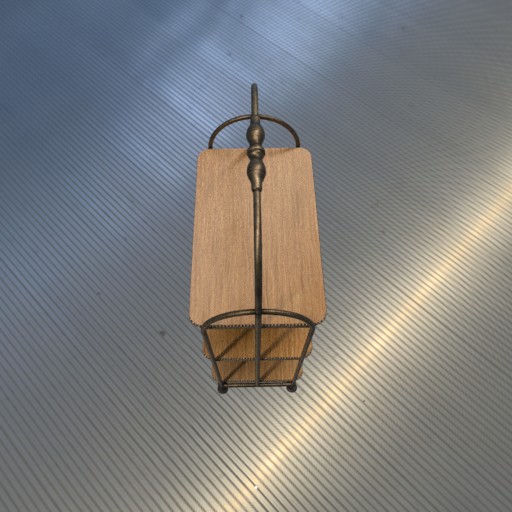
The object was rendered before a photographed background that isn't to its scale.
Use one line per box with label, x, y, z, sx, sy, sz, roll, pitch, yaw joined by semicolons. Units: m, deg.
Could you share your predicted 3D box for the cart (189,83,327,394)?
cart;0.000;0.000;1.366;0.330;1.052;0.650;-1;62;0
